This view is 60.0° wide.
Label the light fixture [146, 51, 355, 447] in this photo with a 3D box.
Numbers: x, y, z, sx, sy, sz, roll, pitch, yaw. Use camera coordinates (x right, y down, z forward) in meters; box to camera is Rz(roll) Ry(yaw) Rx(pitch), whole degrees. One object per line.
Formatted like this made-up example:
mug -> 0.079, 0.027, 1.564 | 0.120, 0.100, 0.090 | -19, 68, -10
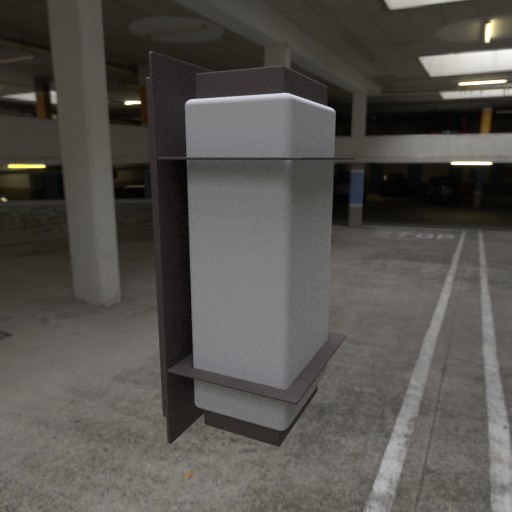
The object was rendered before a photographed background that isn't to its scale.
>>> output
light fixture -> 0.000, 0.000, 0.426 | 0.146, 0.347, 0.153 | 6, 14, 25
